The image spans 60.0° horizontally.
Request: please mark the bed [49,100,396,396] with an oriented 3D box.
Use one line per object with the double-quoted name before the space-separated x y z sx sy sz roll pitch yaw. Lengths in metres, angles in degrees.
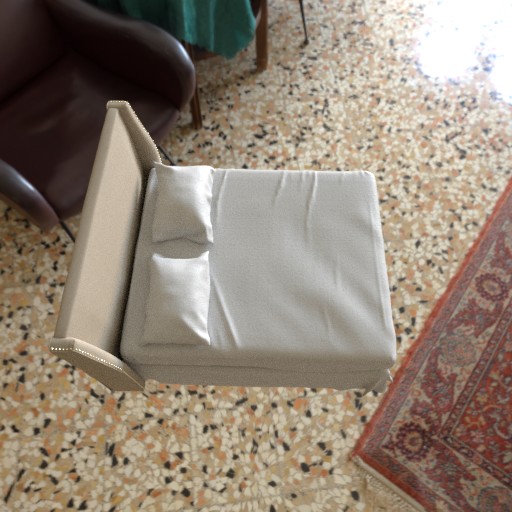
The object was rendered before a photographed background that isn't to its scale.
"bed" 0.000 0.000 3.433 2.276 1.332 1.925 1 63 1
